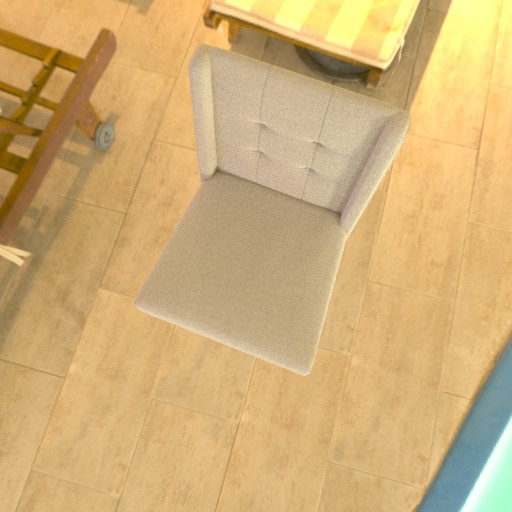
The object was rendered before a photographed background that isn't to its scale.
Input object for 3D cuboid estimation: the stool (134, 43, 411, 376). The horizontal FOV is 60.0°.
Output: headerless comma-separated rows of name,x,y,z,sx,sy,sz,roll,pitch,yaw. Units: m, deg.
stool,0.000,0.000,1.227,0.474,0.939,0.509,21,76,5
